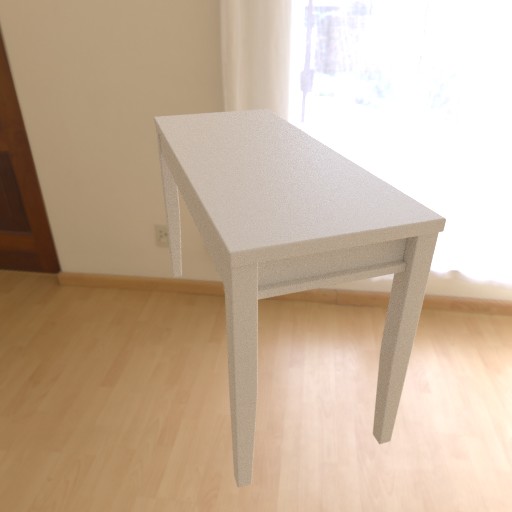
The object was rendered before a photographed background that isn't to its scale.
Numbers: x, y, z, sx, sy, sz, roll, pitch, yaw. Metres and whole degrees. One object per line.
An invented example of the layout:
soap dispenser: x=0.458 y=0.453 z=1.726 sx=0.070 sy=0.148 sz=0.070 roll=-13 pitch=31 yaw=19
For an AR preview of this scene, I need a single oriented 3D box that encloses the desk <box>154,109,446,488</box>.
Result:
desk: x=0.000 y=0.000 z=1.624 sx=0.508 sy=0.775 sz=1.220 roll=-9 pitch=31 yaw=-16
